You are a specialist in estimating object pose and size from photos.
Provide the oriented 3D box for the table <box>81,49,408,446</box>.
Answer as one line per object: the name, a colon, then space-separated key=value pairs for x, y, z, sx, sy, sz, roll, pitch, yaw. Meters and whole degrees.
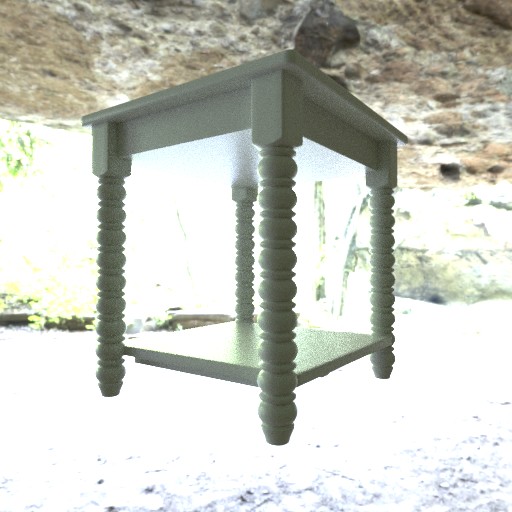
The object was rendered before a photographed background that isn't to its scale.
table: x=0.000 y=0.000 z=0.964 sx=0.500 sy=0.563 sz=0.533 roll=-1 pitch=-1 yaw=35
